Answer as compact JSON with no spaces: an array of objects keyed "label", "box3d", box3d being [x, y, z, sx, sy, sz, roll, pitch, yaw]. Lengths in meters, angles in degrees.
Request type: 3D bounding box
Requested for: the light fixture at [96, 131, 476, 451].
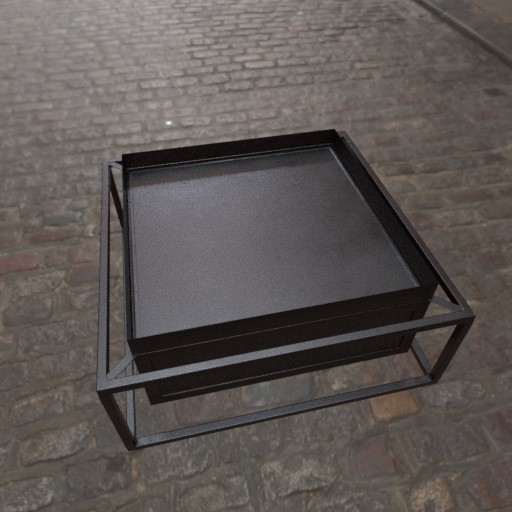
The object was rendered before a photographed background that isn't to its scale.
[{"label":"light fixture","box3d":[0.000,0.000,0.693,0.441,0.191,0.441,-9,46,-9]}]
